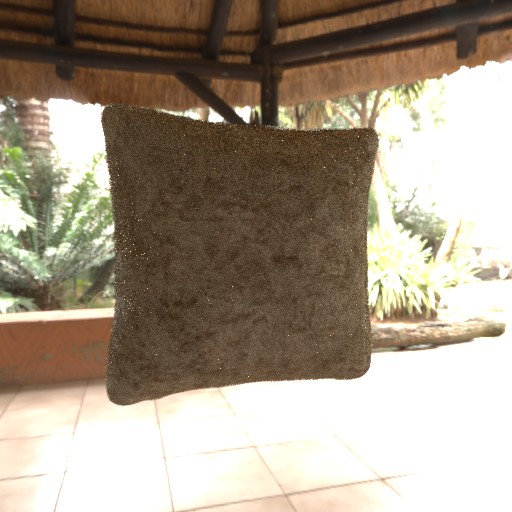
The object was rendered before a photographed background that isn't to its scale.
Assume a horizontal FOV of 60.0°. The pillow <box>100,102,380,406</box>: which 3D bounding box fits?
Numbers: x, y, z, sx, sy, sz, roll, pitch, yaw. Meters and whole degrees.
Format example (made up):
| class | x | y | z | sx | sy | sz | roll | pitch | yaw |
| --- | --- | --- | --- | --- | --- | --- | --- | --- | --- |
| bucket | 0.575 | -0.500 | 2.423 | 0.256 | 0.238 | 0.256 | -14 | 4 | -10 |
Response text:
| class | x | y | z | sx | sy | sz | roll | pitch | yaw |
| --- | --- | --- | --- | --- | --- | --- | --- | --- | --- |
| pillow | 0.000 | 0.000 | 0.812 | 0.538 | 0.525 | 0.216 | 0 | 2 | -17 |
